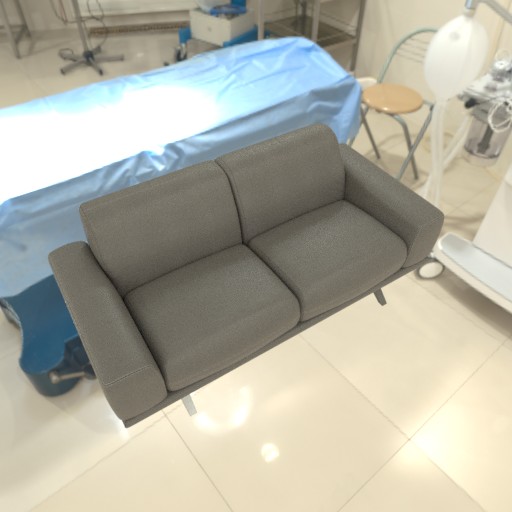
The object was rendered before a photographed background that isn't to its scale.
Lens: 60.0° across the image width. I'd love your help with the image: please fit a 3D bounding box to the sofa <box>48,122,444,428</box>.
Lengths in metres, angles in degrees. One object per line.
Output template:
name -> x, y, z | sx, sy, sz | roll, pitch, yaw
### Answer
sofa -> 0.000, 0.000, 2.374 | 1.901, 0.772, 0.900 | -24, 51, -22
